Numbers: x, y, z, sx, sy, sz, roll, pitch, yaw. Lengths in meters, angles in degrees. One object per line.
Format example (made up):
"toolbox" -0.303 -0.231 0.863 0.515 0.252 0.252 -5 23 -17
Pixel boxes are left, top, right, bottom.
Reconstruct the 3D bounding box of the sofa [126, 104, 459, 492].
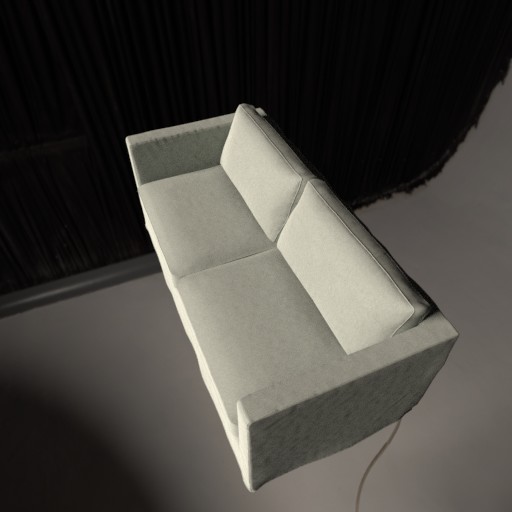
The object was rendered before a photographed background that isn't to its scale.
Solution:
"sofa" 0.000 0.000 2.447 0.940 0.870 1.987 -18 49 -16
